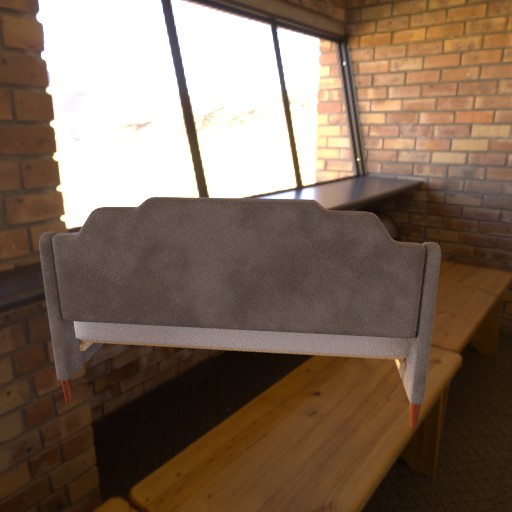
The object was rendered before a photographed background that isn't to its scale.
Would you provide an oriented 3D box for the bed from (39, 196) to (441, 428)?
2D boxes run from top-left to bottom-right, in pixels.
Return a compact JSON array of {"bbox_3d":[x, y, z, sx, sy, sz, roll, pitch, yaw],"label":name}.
[{"bbox_3d":[0.000,0.000,3.460,2.074,1.245,2.340,2,16,6],"label":"bed"}]
